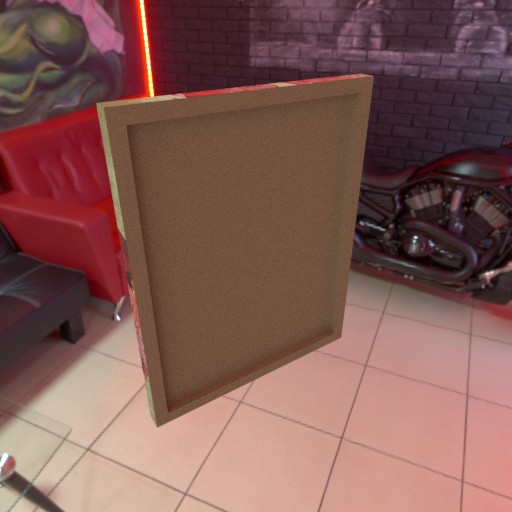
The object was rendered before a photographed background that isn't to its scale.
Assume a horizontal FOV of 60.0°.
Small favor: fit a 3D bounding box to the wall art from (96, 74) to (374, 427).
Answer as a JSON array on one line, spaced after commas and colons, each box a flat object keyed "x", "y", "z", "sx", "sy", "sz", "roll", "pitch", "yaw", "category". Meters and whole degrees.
[{"x": 0.000, "y": 0.000, "z": 0.705, "sx": 0.406, "sy": 0.508, "sz": 0.028, "roll": -18, "pitch": 35, "yaw": -28, "category": "wall art"}]
